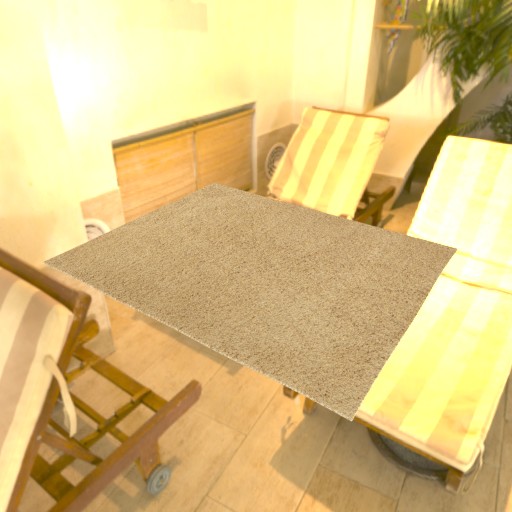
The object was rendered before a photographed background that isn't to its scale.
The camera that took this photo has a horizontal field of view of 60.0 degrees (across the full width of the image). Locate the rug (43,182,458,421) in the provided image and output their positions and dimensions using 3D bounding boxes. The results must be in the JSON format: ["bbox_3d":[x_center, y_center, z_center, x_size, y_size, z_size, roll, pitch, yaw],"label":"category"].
[{"bbox_3d":[0.000,0.000,4.097,3.000,0.025,2.400,19,36,30],"label":"rug"}]
